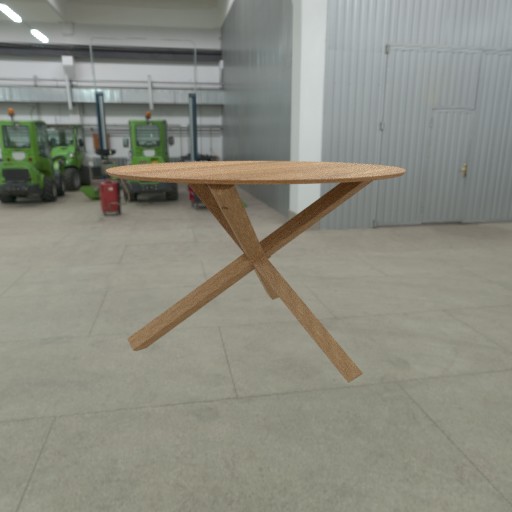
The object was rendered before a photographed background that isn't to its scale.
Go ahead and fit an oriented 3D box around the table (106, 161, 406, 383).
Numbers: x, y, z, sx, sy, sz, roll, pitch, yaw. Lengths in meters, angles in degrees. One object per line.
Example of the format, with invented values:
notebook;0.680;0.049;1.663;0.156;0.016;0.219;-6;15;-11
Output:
table;0.000;0.000;1.695;1.038;0.666;1.038;0;15;0
